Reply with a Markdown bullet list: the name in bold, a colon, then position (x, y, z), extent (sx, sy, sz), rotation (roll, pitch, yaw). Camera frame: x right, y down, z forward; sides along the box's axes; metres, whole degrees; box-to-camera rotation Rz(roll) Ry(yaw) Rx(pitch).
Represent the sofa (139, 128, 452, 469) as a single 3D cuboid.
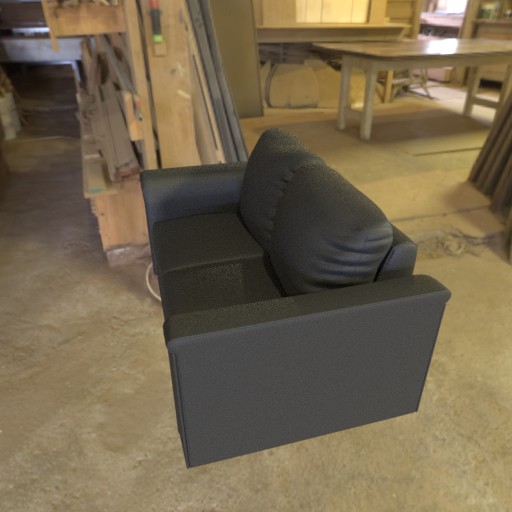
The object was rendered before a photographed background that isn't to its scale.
- **sofa**: position (0.000, 0.000, 1.941), extent (0.887, 0.845, 1.386), rotation (-8, 31, -14)
